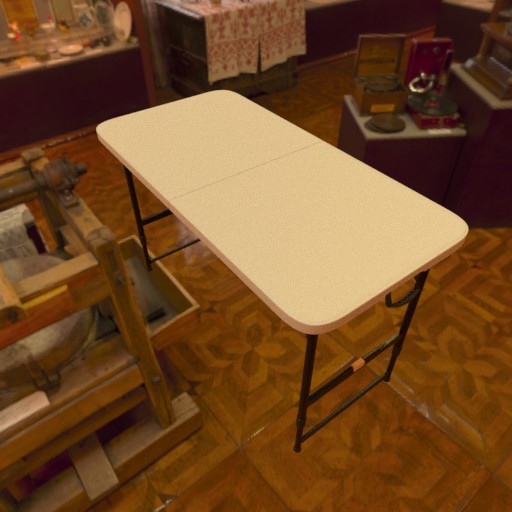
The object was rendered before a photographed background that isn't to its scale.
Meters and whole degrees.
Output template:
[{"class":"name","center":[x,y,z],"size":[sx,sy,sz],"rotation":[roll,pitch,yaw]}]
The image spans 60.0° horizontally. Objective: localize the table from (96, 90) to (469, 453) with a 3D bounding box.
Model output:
[{"class":"table","center":[0.000,0.000,1.647],"size":[0.611,0.737,1.245],"rotation":[-27,48,-26]}]
